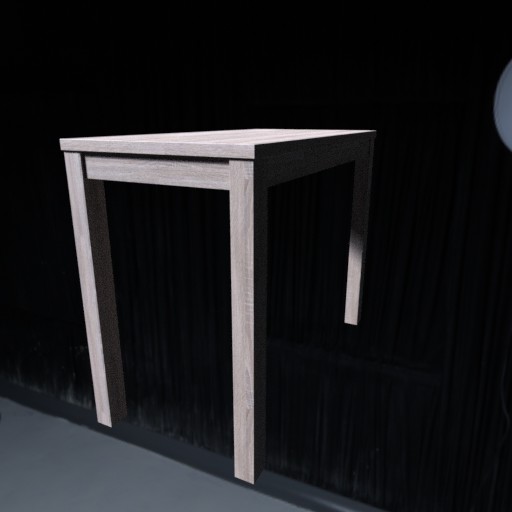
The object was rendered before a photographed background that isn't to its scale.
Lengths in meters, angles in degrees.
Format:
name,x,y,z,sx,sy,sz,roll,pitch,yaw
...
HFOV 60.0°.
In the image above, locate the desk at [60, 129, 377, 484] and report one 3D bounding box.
name,x,y,z,sx,sy,sz,roll,pitch,yaw
desk,0.000,0.000,1.432,0.495,0.762,0.991,9,19,26
